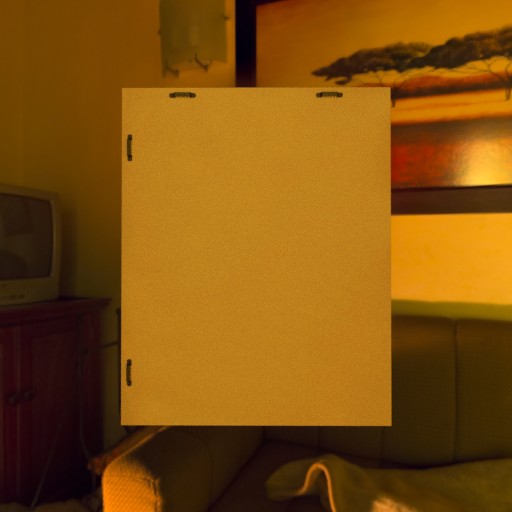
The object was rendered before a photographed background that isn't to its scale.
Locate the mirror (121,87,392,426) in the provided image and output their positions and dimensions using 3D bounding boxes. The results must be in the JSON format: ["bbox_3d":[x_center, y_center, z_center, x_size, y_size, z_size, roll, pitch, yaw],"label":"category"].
[{"bbox_3d":[0.000,0.000,0.682,0.406,0.509,0.041,0,-1,0],"label":"mirror"}]
